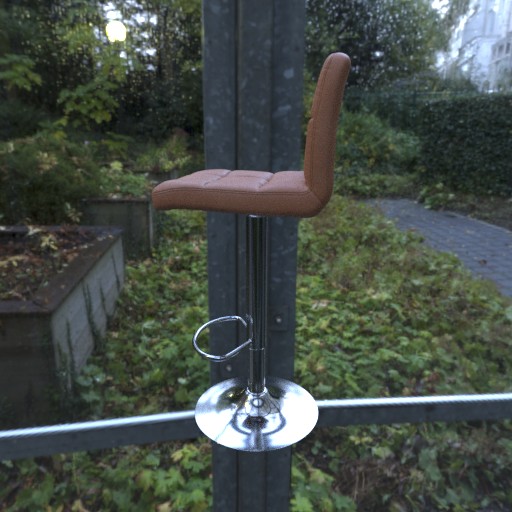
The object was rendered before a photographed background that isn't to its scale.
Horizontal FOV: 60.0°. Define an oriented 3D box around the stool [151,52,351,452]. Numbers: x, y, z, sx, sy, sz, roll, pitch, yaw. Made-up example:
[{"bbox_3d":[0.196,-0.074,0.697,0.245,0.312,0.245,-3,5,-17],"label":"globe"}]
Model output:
[{"bbox_3d":[0.000,0.000,1.385,0.505,1.115,0.430,2,16,8],"label":"stool"}]
